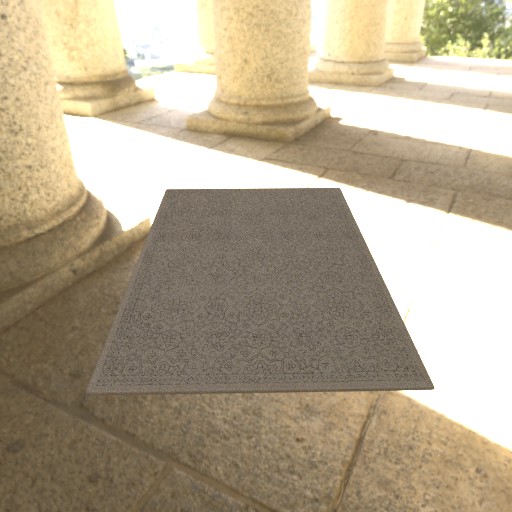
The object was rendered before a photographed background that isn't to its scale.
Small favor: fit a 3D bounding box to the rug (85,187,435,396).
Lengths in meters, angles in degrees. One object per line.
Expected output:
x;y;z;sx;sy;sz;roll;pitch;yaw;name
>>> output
0.000;0.000;2.897;1.524;0.011;2.286;-1;31;-1;rug
